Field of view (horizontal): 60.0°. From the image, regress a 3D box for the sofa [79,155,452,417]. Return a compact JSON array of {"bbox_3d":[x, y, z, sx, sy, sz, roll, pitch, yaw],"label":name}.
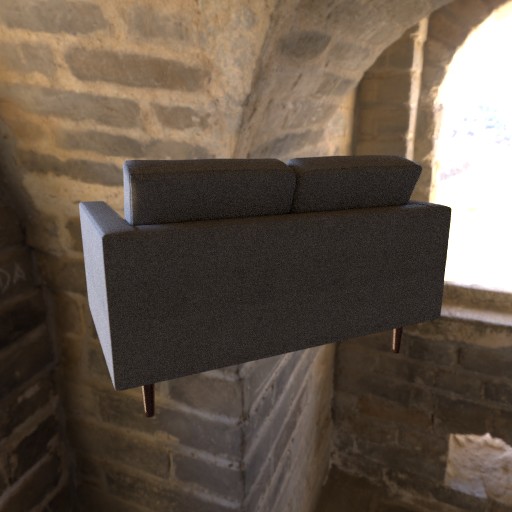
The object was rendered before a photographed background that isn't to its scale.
[{"bbox_3d":[0.000,0.000,2.184,1.527,0.973,0.969,-7,16,-25],"label":"sofa"}]
